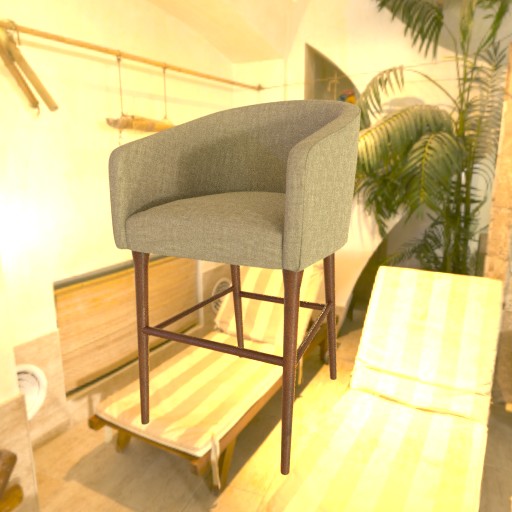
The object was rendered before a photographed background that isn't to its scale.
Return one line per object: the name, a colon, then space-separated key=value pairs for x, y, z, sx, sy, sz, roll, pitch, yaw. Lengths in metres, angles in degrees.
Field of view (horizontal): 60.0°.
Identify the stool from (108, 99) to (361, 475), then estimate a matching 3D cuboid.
stool: x=0.000 y=0.000 z=1.346 sx=0.559 sy=0.952 sz=0.635 roll=7 pitch=15 yaw=27
